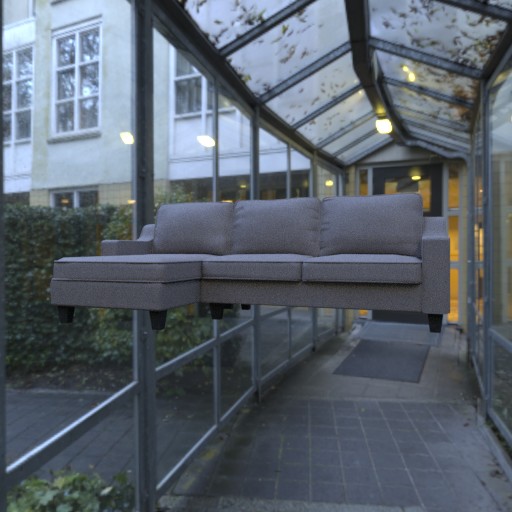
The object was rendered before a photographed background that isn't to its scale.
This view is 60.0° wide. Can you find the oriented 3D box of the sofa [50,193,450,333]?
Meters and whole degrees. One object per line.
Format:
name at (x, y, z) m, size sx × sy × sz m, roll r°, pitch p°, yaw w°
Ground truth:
sofa at (0.000, 0.000, 3.196) m, size 2.561 × 0.928 × 1.294 m, roll 0°, pitch 1°, yaw 21°
